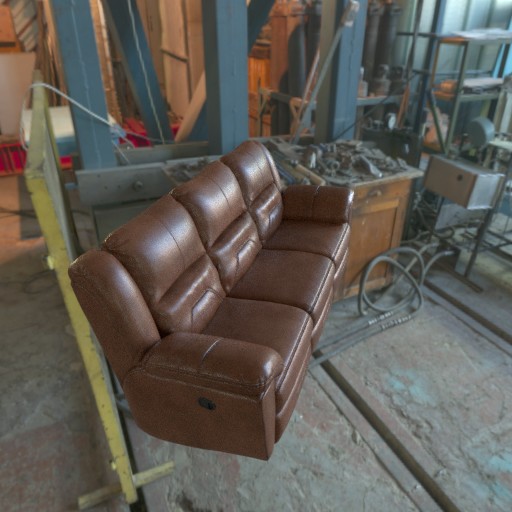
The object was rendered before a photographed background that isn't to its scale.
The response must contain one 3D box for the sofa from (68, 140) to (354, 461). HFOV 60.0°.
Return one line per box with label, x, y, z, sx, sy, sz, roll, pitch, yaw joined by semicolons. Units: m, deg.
sofa;0.000;0.000;2.891;0.991;1.043;2.337;10;31;17
